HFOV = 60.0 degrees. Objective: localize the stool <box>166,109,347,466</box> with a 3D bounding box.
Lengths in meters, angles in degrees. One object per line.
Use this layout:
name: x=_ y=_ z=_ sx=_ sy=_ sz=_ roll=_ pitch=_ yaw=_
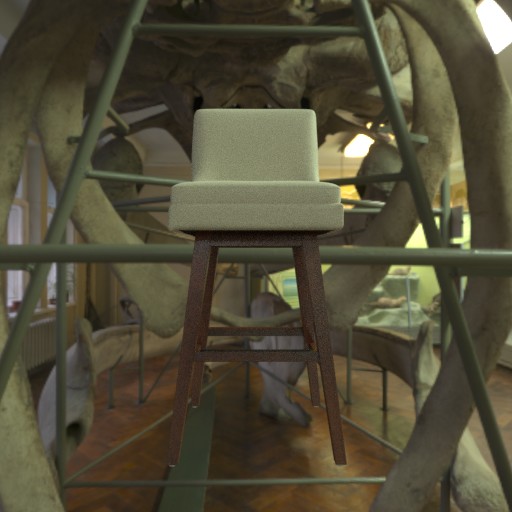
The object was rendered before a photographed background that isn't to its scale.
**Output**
stool: x=0.000 y=0.000 z=1.410 sx=0.470 sy=1.097 sz=0.559 roll=0 pitch=0 yaw=0
